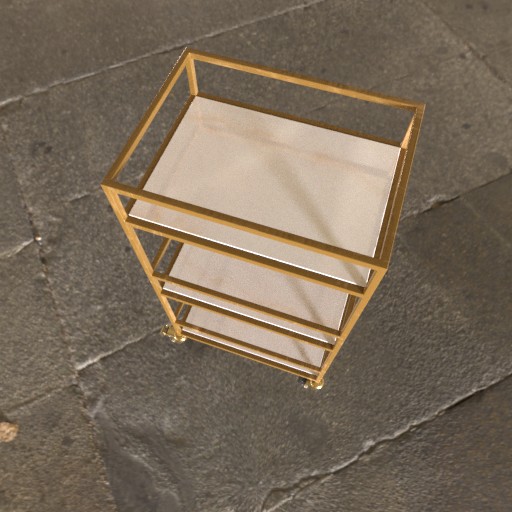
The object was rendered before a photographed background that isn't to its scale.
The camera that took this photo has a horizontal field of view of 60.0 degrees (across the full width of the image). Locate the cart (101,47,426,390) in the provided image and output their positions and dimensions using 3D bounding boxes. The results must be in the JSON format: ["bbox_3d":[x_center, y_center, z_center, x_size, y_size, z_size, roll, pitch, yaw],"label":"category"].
[{"bbox_3d":[0.000,0.000,0.996,0.483,0.761,0.332,17,64,9],"label":"cart"}]
